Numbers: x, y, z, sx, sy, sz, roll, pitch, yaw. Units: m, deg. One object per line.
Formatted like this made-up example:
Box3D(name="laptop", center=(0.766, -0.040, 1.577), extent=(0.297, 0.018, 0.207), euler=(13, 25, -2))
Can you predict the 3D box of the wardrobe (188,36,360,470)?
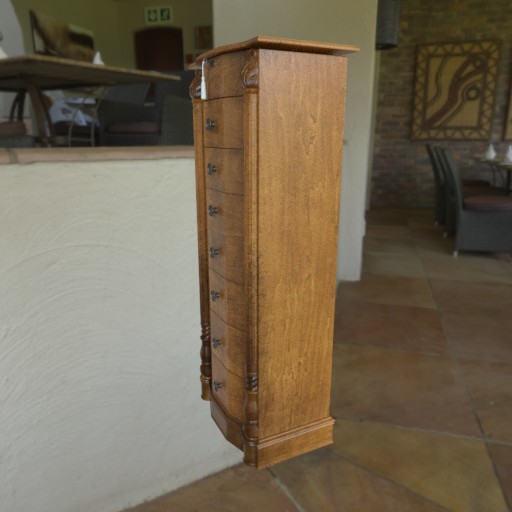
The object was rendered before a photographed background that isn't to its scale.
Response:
Box3D(name="wardrobe", center=(0.000, 0.000, 1.150), extent=(0.273, 0.959, 0.406), euler=(-8, 17, -25))
